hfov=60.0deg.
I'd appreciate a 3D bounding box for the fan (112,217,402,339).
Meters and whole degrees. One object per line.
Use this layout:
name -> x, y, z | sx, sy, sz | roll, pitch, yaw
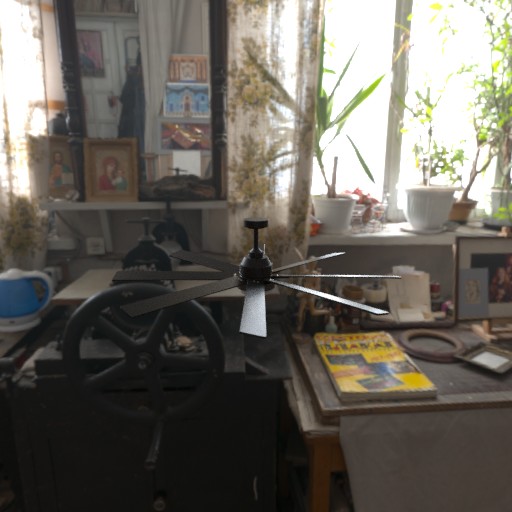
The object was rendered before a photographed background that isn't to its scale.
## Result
fan -> 0.000, 0.000, 2.815 | 1.830, 0.472, 1.830 | -13, 19, -43
